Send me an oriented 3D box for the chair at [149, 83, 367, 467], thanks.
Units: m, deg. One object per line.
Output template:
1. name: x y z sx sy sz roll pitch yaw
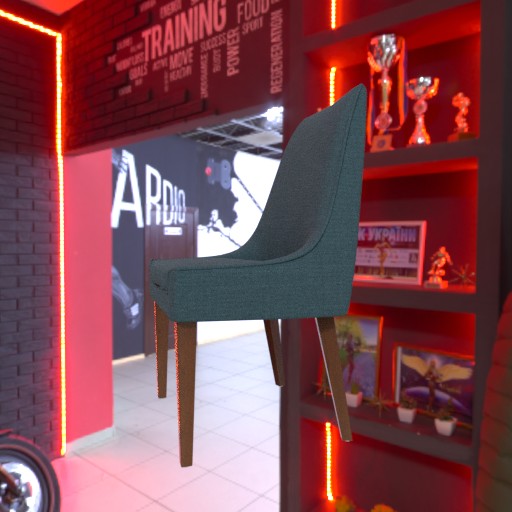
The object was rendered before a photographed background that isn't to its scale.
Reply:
1. chair: 0.000 0.000 1.194 0.544 0.861 0.529 0 1 -18
